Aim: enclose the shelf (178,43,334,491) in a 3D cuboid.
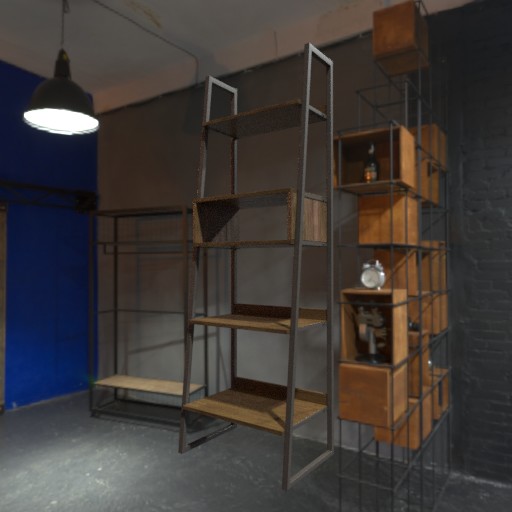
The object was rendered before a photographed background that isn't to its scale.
[{"bbox_3d":[0.000,0.000,2.268,0.652,2.005,0.454,-1,-1,36],"label":"shelf"}]
